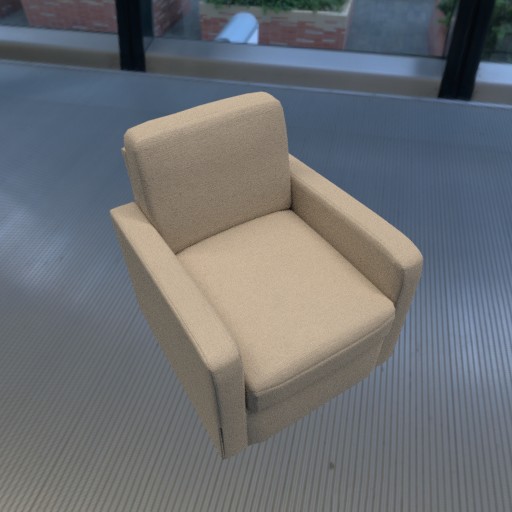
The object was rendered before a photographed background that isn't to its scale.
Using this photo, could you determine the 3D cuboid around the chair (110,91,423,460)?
[{"bbox_3d":[0.000,0.000,1.545,0.755,0.827,0.888,-24,50,-22],"label":"chair"}]
